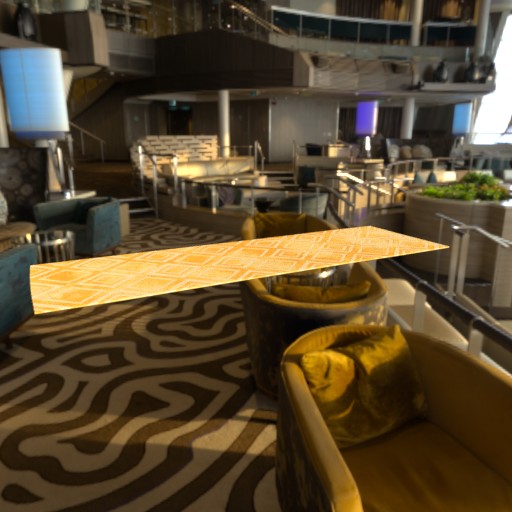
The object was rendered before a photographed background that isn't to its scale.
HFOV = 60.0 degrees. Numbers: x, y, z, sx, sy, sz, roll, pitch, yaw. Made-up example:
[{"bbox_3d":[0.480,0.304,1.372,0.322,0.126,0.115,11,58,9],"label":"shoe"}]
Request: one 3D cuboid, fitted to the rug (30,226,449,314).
[{"bbox_3d":[0.000,0.000,2.664,2.438,0.010,0.775,-8,17,-26],"label":"rug"}]
